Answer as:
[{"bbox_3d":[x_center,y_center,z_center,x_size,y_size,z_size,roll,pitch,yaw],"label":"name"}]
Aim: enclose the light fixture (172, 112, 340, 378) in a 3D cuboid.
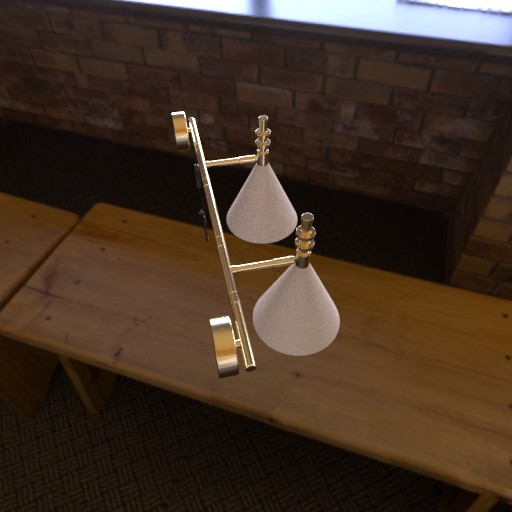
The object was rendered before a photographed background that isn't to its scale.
[{"bbox_3d":[0.000,0.000,0.893,0.239,0.468,0.642,-9,48,-9],"label":"light fixture"}]
